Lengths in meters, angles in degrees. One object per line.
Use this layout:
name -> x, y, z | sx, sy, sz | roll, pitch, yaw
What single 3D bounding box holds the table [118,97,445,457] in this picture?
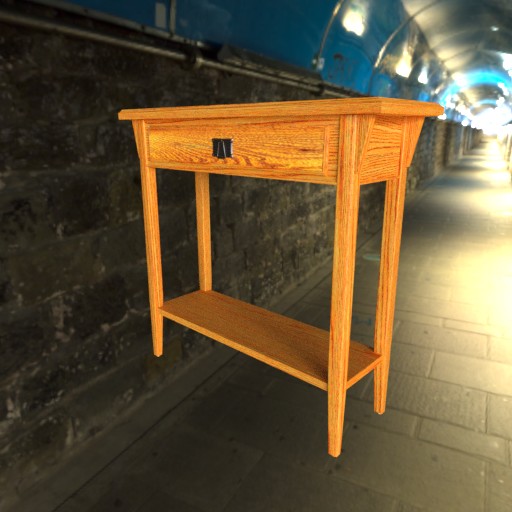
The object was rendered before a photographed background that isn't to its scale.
table -> 0.000, 0.000, 1.115 | 0.762, 0.711, 0.254 | 14, 21, 41
